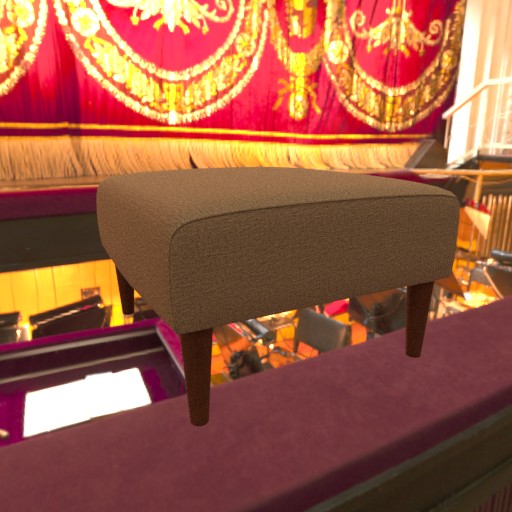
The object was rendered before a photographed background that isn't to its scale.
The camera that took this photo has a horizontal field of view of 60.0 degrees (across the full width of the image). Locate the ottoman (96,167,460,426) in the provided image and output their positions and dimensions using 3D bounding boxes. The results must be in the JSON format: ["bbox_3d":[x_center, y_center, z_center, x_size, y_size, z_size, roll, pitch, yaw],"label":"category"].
[{"bbox_3d":[0.000,0.000,1.075,0.649,0.398,0.650,-8,17,-27],"label":"ottoman"}]
